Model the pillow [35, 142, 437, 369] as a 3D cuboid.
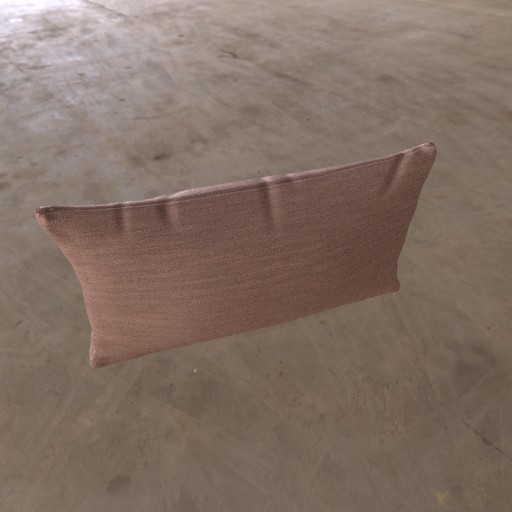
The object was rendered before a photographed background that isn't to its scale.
[{"bbox_3d":[0.000,0.000,0.776,0.633,0.338,0.210,-12,42,-14],"label":"pillow"}]
